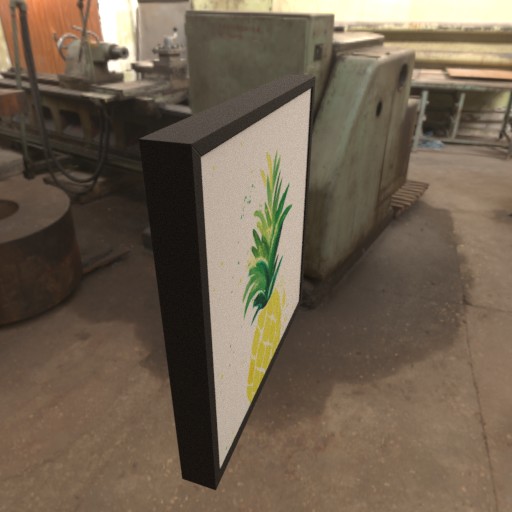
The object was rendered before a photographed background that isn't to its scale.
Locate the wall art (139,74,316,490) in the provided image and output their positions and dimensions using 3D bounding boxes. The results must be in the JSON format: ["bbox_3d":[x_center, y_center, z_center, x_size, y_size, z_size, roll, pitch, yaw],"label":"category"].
[{"bbox_3d":[0.000,0.000,0.445,0.033,0.304,0.305,10,30,17],"label":"wall art"}]
